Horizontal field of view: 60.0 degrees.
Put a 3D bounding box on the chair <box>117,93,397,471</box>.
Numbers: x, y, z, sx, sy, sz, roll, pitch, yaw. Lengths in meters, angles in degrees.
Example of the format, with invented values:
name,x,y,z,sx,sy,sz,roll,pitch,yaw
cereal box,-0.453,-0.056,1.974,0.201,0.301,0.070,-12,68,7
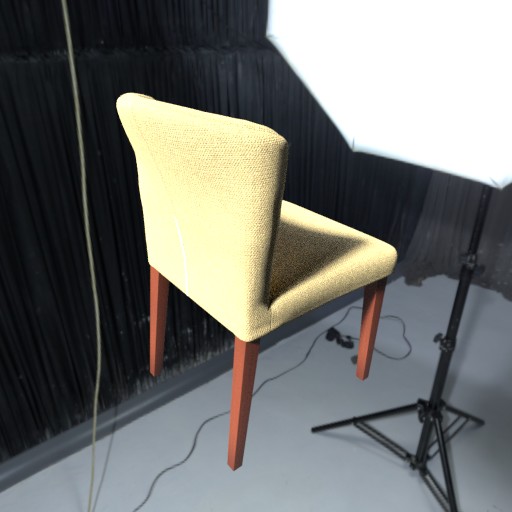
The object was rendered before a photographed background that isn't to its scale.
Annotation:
name,x,y,z,sx,sy,sz,roll,pitch,yaw
chair,0.000,0.000,1.165,0.589,0.839,0.491,-20,34,-33
